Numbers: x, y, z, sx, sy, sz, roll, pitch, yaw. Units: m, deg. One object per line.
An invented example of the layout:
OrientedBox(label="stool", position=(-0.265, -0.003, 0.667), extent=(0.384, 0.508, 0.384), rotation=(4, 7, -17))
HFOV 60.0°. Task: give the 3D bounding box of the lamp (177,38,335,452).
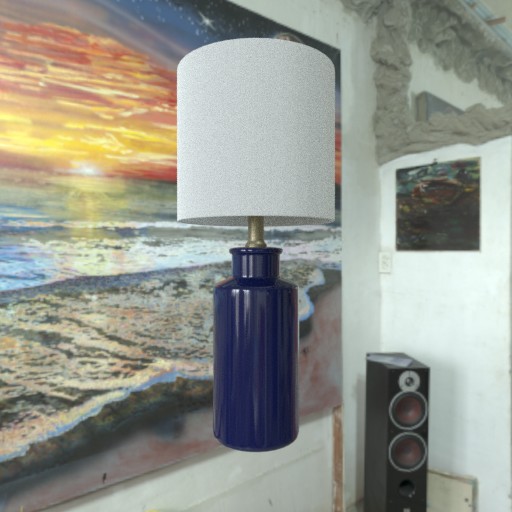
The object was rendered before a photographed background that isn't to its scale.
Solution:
OrientedBox(label="lamp", position=(0.000, 0.000, 0.606), extent=(0.212, 0.493, 0.212), rotation=(0, 0, 19))
